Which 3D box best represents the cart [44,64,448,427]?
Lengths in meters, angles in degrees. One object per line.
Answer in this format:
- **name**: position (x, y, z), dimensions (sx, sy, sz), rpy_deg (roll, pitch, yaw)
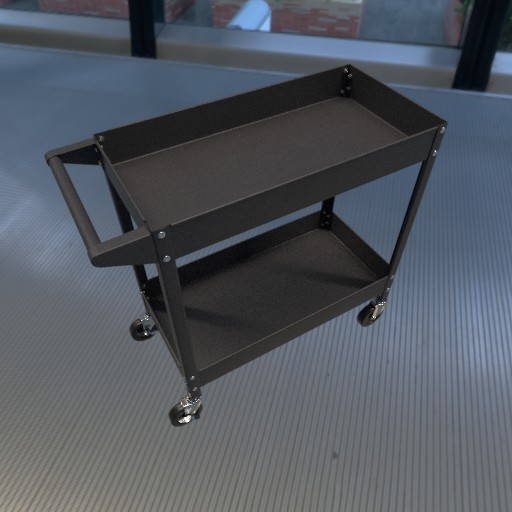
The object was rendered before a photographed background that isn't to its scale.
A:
- **cart**: position (0.000, 0.000, 1.164), dimensions (0.779, 0.719, 0.366), rpy_deg (-23, 51, -20)
